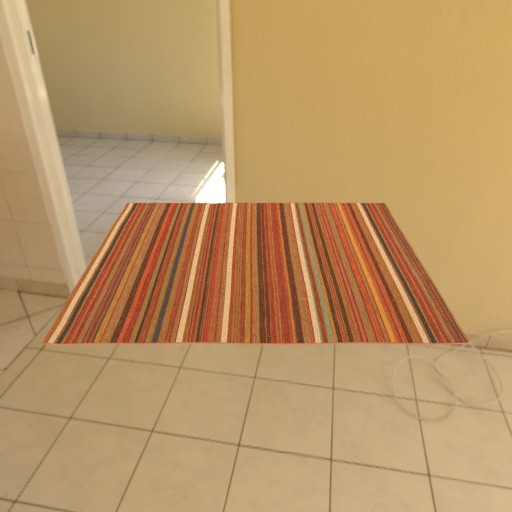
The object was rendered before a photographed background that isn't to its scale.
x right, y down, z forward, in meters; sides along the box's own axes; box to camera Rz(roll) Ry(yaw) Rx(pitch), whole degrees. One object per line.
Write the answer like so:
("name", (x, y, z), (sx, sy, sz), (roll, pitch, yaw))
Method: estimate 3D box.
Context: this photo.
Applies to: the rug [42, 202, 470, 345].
("rug", (0.000, 0.000, 4.229), (3.092, 0.023, 2.479), (0, 31, 0))
